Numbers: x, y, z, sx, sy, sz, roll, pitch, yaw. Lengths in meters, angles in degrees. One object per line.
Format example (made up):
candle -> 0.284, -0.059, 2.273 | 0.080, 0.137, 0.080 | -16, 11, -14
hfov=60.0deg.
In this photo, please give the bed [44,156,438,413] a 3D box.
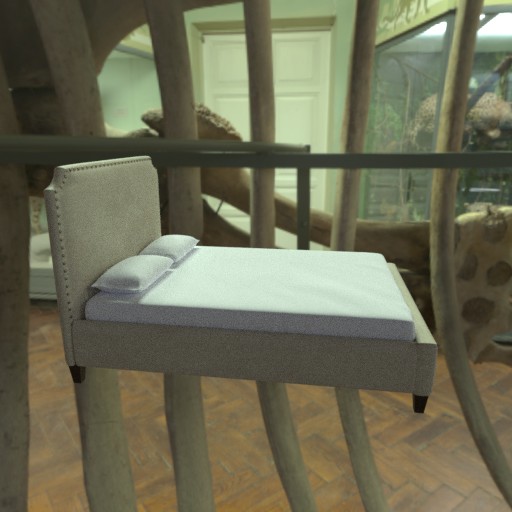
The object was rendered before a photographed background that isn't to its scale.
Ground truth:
bed -> 0.000, 0.000, 3.432 | 2.372, 1.443, 1.712 | 2, 16, 8
